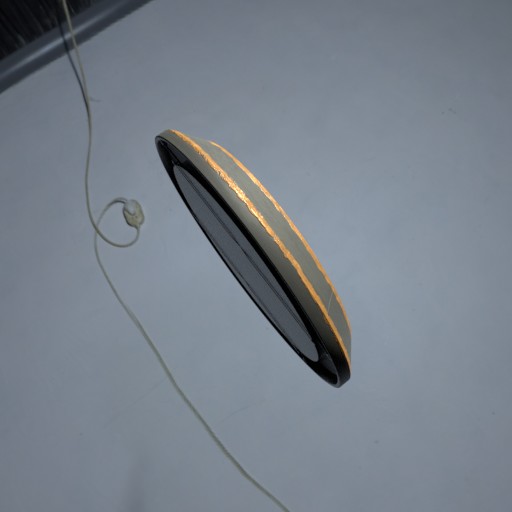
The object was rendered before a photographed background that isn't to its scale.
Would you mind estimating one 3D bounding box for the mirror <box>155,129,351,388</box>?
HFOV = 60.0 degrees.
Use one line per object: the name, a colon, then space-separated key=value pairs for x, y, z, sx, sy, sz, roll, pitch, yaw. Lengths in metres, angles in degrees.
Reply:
mirror: x=0.000 y=0.000 z=1.375 sx=0.111 sy=0.907 sz=0.907 roll=-36 pitch=78 yaw=-9
